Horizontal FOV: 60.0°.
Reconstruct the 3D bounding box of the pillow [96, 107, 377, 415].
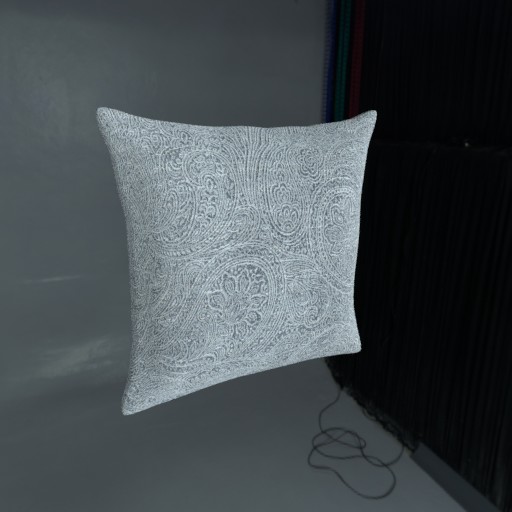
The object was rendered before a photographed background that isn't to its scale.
[{"bbox_3d":[0.000,0.000,0.809,0.523,0.510,0.166,-8,19,-26],"label":"pillow"}]
